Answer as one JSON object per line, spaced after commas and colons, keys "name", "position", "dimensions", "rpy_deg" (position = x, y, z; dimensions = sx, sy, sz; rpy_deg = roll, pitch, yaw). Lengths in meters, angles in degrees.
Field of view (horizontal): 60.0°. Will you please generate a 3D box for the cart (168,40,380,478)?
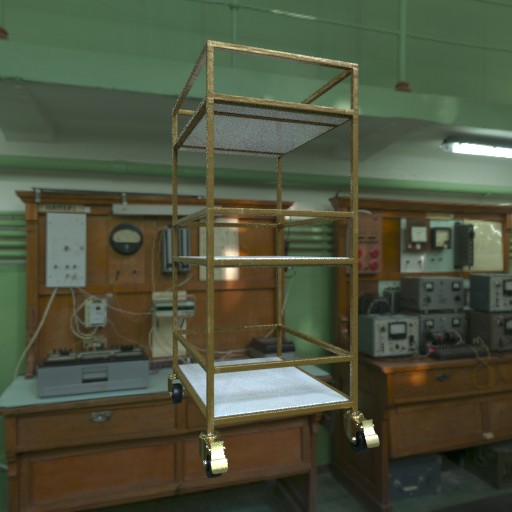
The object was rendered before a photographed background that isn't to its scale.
{"name": "cart", "position": [0.000, 0.000, 0.996], "dimensions": [0.332, 0.761, 0.483], "rpy_deg": [0, 1, -19]}
